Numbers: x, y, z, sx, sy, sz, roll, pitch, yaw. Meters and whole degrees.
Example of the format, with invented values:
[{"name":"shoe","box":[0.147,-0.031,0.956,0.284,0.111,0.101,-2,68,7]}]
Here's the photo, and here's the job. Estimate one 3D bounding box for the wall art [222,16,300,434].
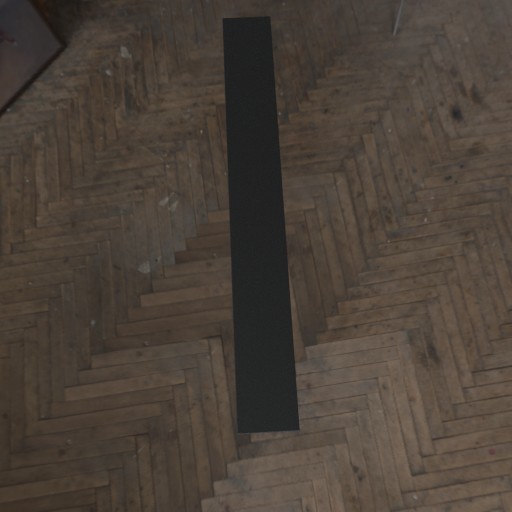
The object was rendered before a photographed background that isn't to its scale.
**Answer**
[{"name":"wall art","box":[0.000,0.000,0.452,0.038,0.304,0.304,-3,75,-1]}]
